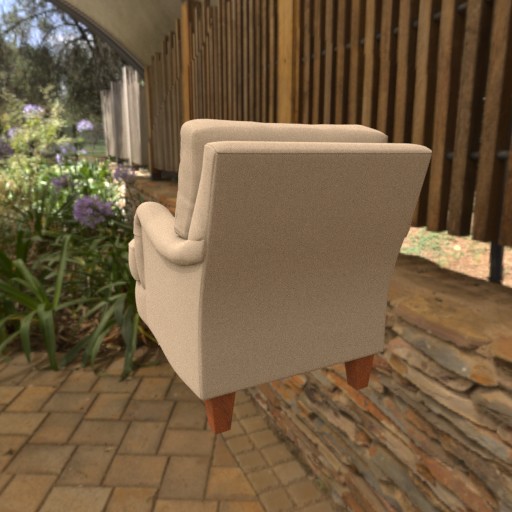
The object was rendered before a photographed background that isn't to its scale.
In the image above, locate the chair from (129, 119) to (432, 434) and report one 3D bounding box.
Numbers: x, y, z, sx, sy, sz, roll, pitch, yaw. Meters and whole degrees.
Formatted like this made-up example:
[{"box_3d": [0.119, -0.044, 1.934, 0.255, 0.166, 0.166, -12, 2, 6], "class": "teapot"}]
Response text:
[{"box_3d": [0.000, 0.000, 1.908, 0.895, 1.076, 1.078, -7, 15, -27], "class": "chair"}]
